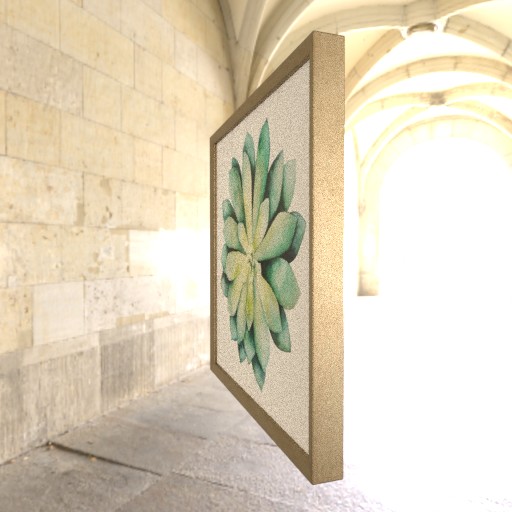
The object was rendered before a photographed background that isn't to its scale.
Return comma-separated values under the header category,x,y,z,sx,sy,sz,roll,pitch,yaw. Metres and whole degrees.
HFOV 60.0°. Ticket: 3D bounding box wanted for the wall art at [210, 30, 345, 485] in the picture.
category,x,y,z,sx,sy,sz,roll,pitch,yaw
wall art,0.000,0.000,0.736,0.040,0.506,0.503,0,1,-19
